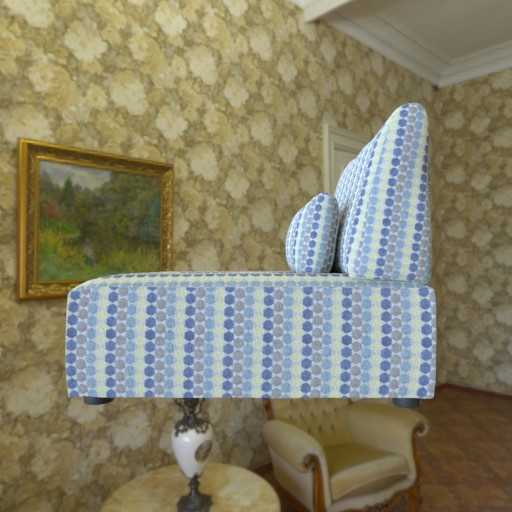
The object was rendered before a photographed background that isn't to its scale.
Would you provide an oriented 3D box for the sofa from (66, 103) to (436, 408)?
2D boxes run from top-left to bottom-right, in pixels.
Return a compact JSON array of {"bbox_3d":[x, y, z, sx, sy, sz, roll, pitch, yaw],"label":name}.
[{"bbox_3d":[0.000,0.000,1.520,1.000,0.820,0.700,0,-1,0],"label":"sofa"}]
